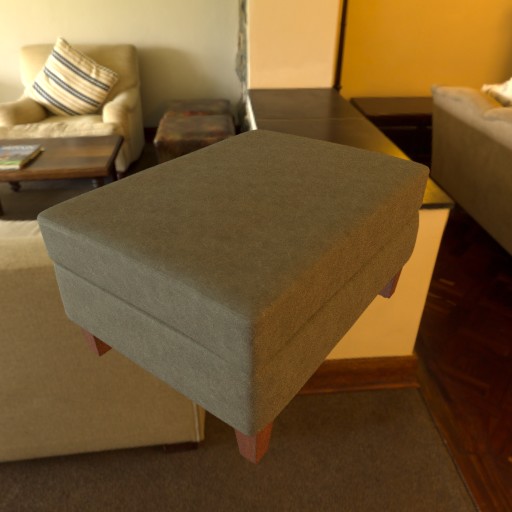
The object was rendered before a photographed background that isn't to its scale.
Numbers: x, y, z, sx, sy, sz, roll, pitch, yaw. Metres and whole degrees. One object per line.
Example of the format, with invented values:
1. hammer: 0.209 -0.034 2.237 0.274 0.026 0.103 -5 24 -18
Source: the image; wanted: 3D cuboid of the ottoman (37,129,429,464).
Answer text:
1. ottoman: 0.000 0.000 1.221 0.639 0.464 0.839 21 38 30
